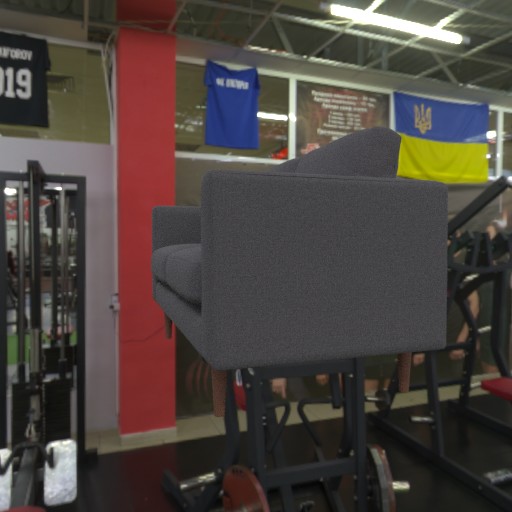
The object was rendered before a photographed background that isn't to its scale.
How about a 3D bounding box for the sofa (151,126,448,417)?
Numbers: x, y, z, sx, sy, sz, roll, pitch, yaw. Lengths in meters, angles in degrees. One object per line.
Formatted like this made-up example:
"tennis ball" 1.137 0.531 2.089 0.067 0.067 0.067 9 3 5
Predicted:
"sofa" 0.000 0.000 1.922 0.796 0.908 1.430 -1 2 -19
